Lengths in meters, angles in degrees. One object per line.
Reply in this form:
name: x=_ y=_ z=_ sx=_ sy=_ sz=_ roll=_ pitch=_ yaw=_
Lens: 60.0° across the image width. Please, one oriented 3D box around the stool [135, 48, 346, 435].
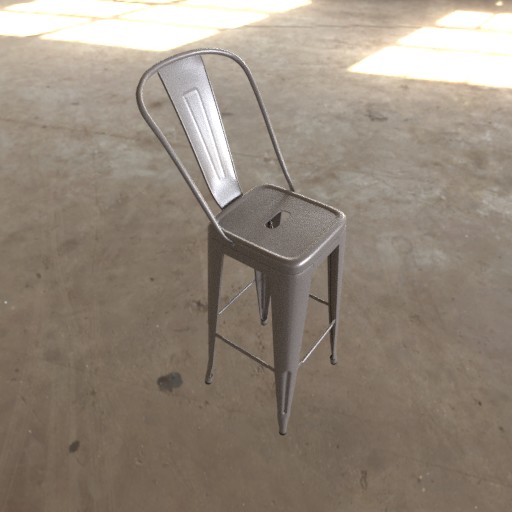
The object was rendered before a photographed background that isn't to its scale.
stool: x=0.000 y=0.000 z=1.369 sx=0.513 sy=1.096 sz=0.399 roll=26 pitch=47 yaw=27
